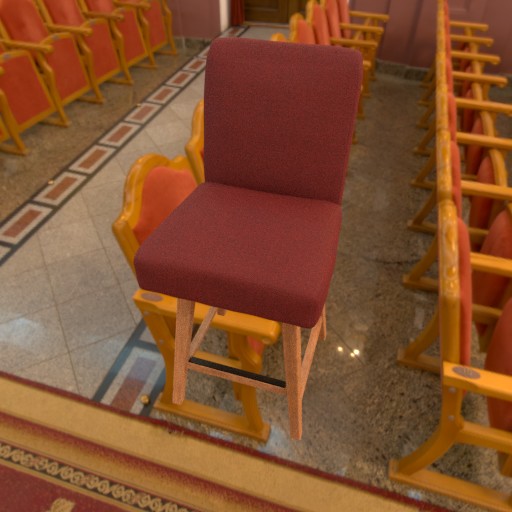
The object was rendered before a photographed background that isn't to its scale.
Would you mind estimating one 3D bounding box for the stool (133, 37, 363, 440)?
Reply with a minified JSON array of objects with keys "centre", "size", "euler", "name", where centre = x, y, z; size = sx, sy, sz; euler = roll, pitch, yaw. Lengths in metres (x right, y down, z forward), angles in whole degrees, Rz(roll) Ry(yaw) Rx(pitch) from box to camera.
[{"centre":[0.000,0.000,1.293],"size":[0.468,1.038,0.562],"euler":[12,42,13],"name":"stool"}]
